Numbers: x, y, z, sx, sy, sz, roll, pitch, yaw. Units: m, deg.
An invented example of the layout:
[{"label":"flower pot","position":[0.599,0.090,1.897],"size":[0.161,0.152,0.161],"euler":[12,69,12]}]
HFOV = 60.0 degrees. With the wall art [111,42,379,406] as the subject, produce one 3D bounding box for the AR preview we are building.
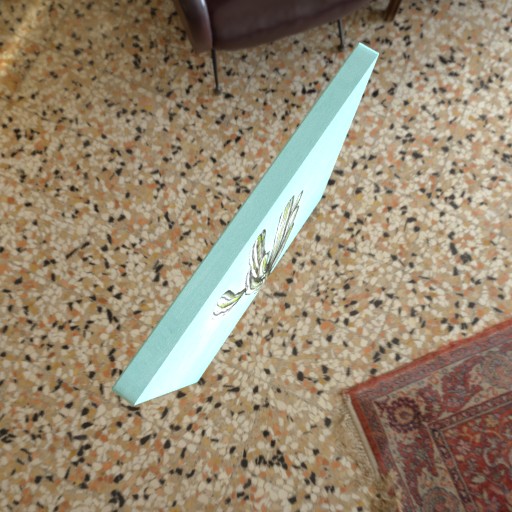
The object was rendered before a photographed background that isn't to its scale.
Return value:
[{"label":"wall art","position":[0.000,0.000,1.139],"size":[0.054,0.766,0.765],"euler":[33,79,7]}]
